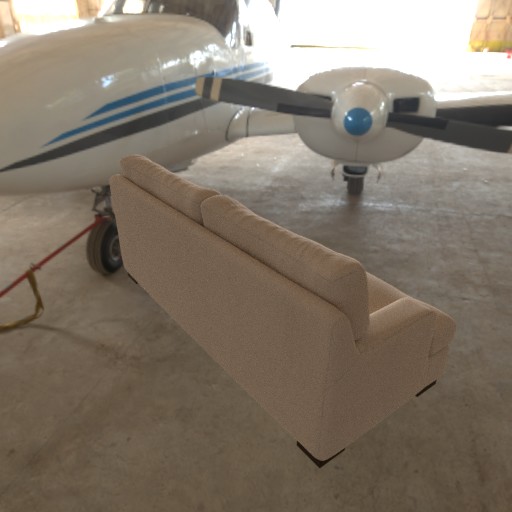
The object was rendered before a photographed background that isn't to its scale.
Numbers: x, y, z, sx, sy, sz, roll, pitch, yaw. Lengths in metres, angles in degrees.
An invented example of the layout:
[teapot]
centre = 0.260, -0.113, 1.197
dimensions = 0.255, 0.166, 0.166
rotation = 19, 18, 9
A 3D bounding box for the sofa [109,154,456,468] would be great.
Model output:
[sofa]
centre = 0.000, 0.000, 2.647
dimensions = 0.929, 0.925, 2.147
rotation = -19, 33, -32
